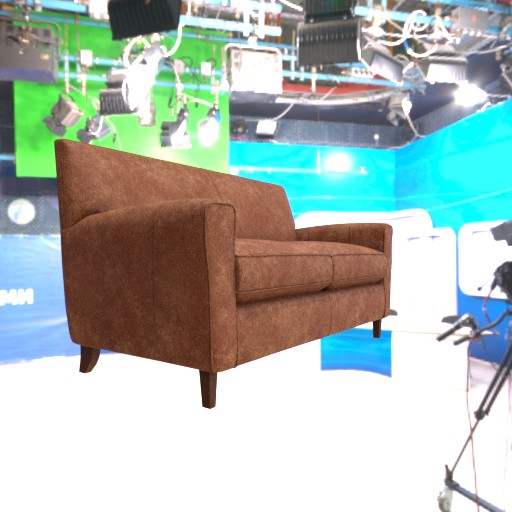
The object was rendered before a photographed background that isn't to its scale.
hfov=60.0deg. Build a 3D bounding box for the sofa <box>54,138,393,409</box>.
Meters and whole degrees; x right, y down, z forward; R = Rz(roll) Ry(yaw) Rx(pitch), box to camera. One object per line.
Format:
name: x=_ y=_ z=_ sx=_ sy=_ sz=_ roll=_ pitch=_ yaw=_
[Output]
sofa: x=0.000 y=0.000 z=2.002 sx=0.787 sy=0.871 sz=1.473 roll=0 pitch=1 yaw=37
